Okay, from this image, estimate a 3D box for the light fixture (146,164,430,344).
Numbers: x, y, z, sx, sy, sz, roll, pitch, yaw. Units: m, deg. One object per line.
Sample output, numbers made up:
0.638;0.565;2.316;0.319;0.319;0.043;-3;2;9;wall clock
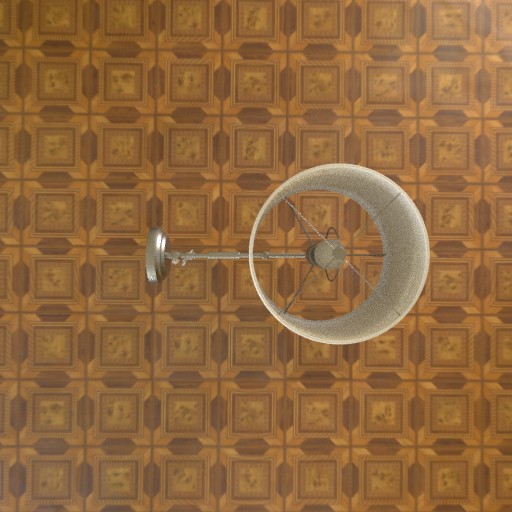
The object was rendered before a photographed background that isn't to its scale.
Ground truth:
0.000;0.000;1.037;0.479;0.842;0.253;0;90;-1;light fixture
